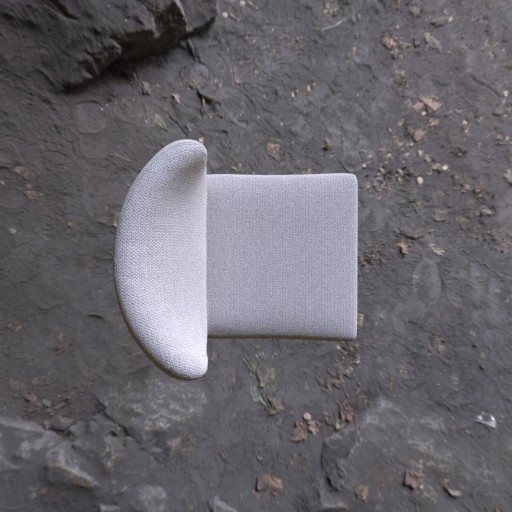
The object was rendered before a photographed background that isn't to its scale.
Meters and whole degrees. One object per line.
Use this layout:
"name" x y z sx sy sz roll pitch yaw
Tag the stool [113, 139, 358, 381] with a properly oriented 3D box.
"stool" 0.000 0.000 1.359 0.568 1.069 0.481 0 91 -2
